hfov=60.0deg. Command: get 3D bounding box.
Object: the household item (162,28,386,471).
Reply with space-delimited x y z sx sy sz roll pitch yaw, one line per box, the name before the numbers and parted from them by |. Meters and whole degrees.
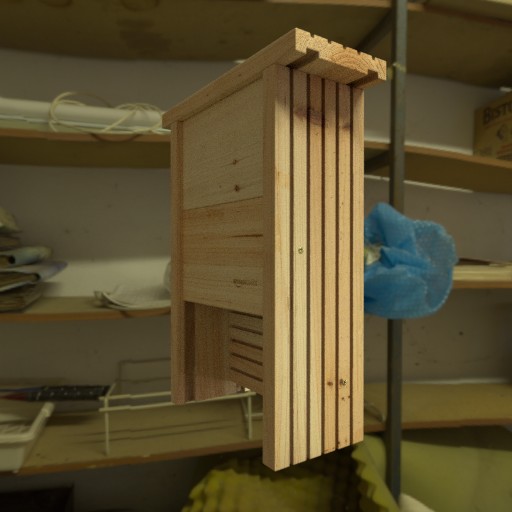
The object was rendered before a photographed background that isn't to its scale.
household item | 0.000 0.000 0.552 0.123 0.407 0.301 0 0 -35
